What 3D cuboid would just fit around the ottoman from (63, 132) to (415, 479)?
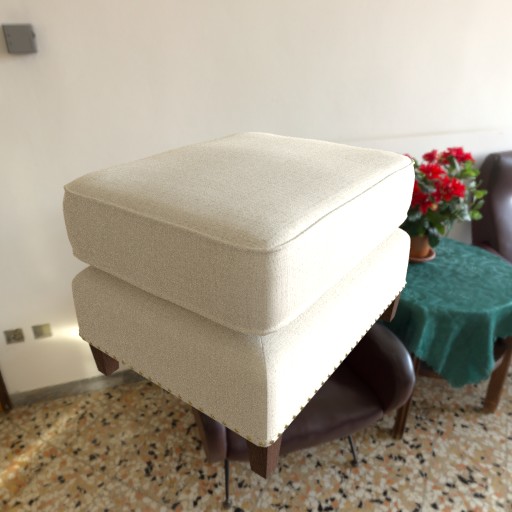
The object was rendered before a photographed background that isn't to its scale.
[{"bbox_3d":[0.000,0.000,1.142,0.589,0.537,0.738,18,32,32],"label":"ottoman"}]
